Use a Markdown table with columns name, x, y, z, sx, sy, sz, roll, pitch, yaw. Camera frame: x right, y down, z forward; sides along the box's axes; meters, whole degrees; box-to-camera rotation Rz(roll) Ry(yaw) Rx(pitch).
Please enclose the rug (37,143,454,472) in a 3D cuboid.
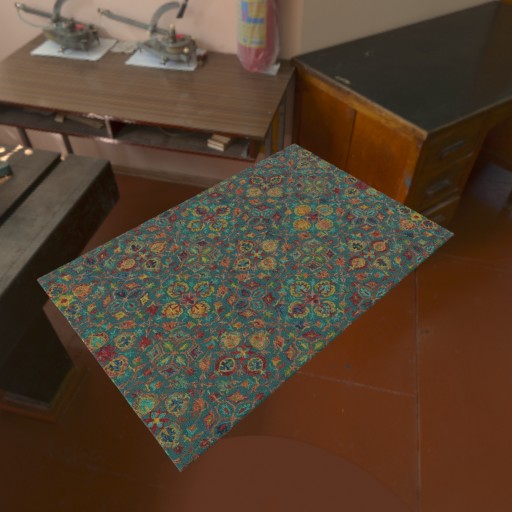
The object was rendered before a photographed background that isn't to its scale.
| name | x | y | z | sx | sy | sz | roll | pitch | yaw |
| --- | --- | --- | --- | --- | --- | --- | --- | --- | --- |
| rug | 0.000 | 0.000 | 2.892 | 2.290 | 0.016 | 1.527 | -33 | 55 | -28 |
